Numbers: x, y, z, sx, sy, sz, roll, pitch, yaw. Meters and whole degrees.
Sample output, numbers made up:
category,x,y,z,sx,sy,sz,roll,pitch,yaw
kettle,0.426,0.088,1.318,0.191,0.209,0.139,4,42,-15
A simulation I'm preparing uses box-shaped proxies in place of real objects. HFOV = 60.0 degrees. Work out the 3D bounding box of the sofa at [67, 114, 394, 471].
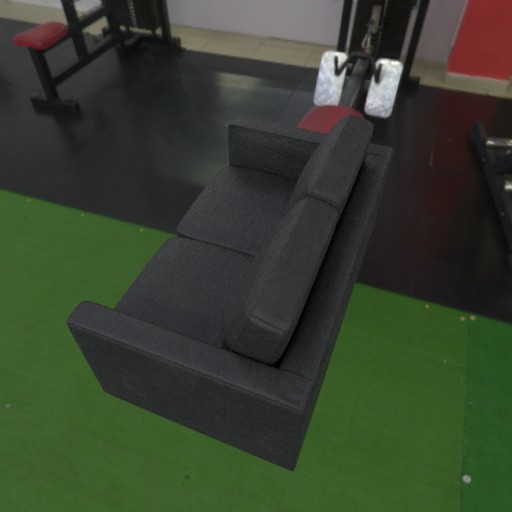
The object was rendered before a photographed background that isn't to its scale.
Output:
category,x,y,z,sx,sy,sz,roll,pitch,yaw
sofa,0.000,0.000,1.991,0.879,0.899,1.430,17,50,15
